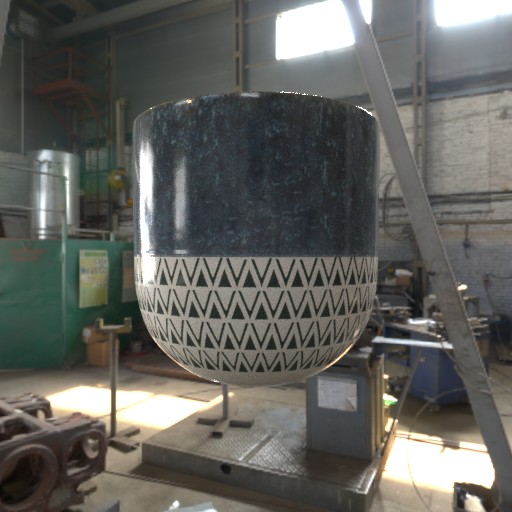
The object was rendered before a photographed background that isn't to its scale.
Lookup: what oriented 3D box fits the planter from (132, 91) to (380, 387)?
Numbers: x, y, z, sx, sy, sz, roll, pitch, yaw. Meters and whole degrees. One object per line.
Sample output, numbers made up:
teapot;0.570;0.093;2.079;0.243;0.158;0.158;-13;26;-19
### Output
planter;0.000;0.000;0.494;0.266;0.270;0.266;0;0;0
